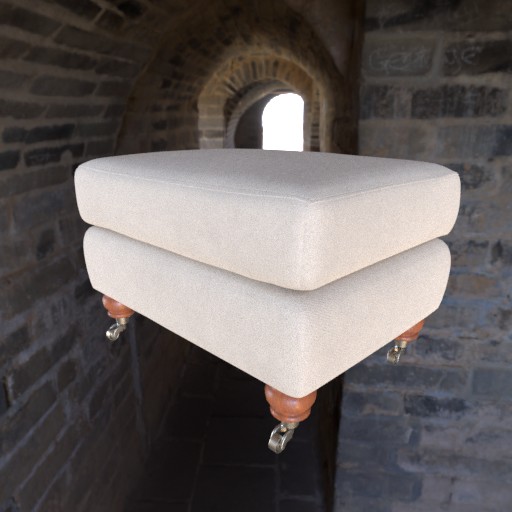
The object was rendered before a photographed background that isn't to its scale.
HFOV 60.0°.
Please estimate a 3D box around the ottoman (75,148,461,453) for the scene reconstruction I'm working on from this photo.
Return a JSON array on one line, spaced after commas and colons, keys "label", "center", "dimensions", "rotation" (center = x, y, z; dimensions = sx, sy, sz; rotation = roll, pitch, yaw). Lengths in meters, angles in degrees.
[{"label": "ottoman", "center": [0.000, 0.000, 1.097], "dimensions": [0.773, 0.504, 0.569], "rotation": [16, 23, 42]}]
